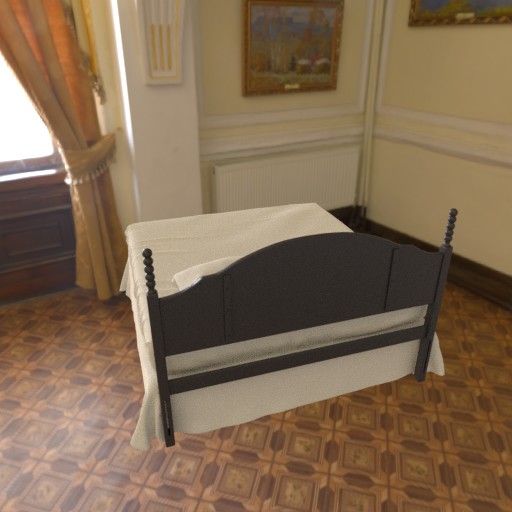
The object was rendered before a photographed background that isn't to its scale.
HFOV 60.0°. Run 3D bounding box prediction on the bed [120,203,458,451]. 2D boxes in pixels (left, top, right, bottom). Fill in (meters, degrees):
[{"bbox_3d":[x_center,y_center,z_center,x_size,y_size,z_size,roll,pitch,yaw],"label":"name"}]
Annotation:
[{"bbox_3d":[0.000,0.000,3.675,2.322,1.355,2.219,-8,27,-16],"label":"bed"}]
